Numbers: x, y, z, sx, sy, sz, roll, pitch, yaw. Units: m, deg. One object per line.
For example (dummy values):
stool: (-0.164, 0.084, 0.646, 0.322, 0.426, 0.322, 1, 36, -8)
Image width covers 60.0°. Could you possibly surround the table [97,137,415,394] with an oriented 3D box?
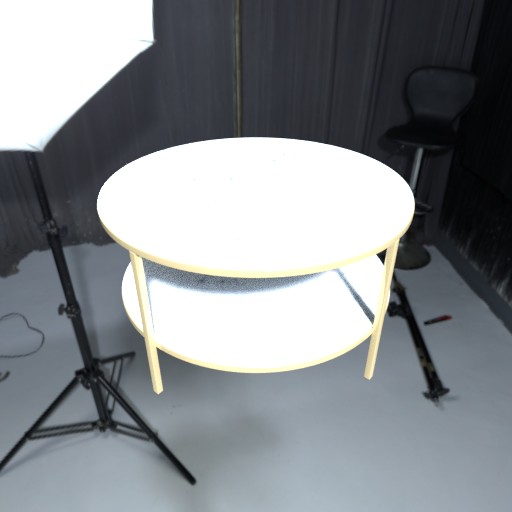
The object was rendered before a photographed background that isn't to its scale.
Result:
table: (0.000, 0.000, 1.282, 0.800, 0.450, 0.800, 0, 32, 0)
